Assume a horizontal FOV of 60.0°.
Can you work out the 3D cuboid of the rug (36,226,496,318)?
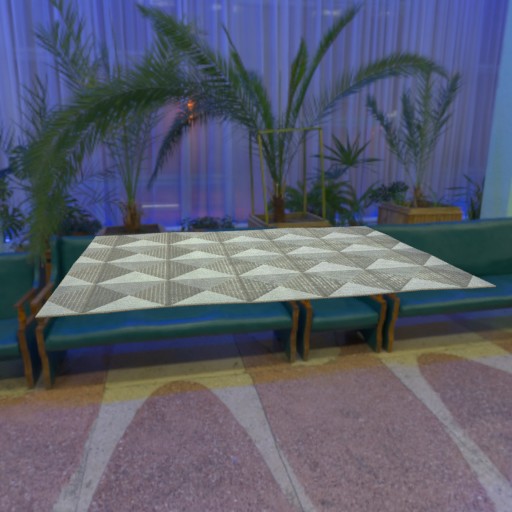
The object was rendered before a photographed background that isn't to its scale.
[{"bbox_3d":[0.000,0.000,4.288,3.333,0.027,2.428,-3,15,-10],"label":"rug"}]
